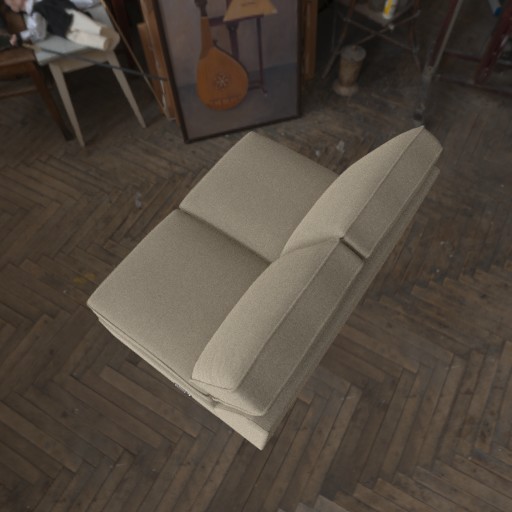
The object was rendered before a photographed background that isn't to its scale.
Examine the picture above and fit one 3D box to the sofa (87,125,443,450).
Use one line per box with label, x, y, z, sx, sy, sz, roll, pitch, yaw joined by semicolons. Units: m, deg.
sofa;0.000;0.000;1.961;0.951;1.008;1.237;32;67;15
